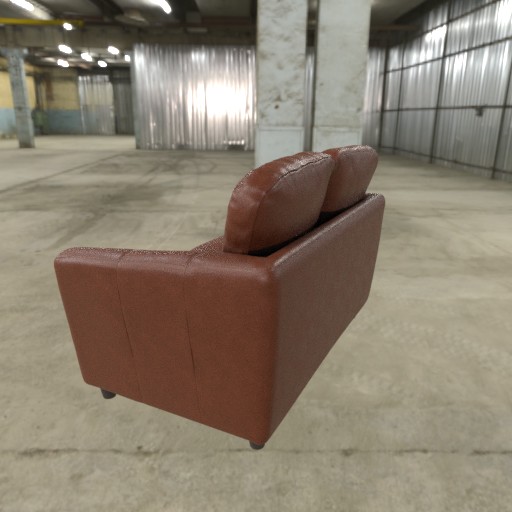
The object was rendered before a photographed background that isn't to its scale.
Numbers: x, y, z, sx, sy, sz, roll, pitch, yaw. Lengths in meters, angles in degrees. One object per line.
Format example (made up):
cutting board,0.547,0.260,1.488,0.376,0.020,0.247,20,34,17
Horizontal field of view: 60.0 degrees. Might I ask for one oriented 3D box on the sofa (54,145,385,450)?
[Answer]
sofa,0.000,0.000,1.893,0.805,0.906,1.406,8,19,26
